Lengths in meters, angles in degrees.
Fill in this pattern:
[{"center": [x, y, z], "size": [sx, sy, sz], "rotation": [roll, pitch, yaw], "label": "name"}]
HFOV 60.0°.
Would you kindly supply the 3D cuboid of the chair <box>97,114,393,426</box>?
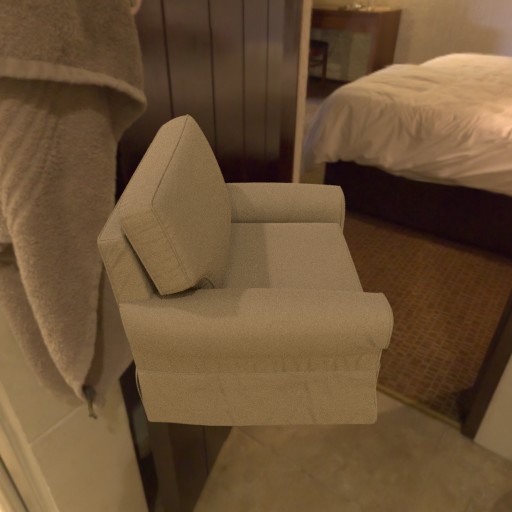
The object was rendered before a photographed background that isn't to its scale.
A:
[{"center": [0.000, 0.000, 1.935], "size": [0.988, 1.017, 1.135], "rotation": [0, 33, -1], "label": "chair"}]
